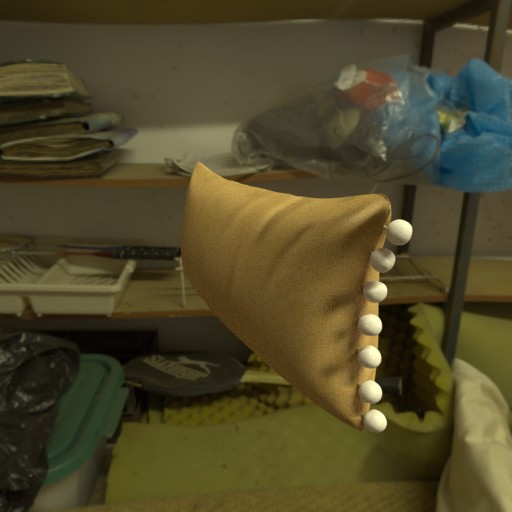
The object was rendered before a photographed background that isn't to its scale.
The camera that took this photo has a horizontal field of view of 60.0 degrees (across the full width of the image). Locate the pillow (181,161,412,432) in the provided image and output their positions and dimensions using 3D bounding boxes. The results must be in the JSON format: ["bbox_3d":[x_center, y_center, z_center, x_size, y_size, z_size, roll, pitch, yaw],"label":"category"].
[{"bbox_3d":[0.000,0.000,0.823,0.201,0.322,0.709,-8,19,-25],"label":"pillow"}]
